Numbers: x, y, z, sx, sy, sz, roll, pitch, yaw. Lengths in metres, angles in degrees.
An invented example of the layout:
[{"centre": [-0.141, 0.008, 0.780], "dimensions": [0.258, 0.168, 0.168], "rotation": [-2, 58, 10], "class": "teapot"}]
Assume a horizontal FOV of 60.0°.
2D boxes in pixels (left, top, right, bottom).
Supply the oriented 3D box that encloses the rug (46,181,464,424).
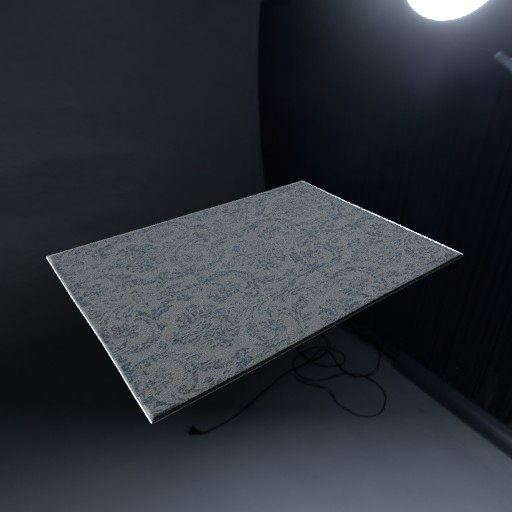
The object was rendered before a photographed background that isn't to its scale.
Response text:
[{"centre": [0.000, 0.000, 2.872], "dimensions": [2.197, 0.014, 1.586], "rotation": [-21, 37, -30], "class": "rug"}]
